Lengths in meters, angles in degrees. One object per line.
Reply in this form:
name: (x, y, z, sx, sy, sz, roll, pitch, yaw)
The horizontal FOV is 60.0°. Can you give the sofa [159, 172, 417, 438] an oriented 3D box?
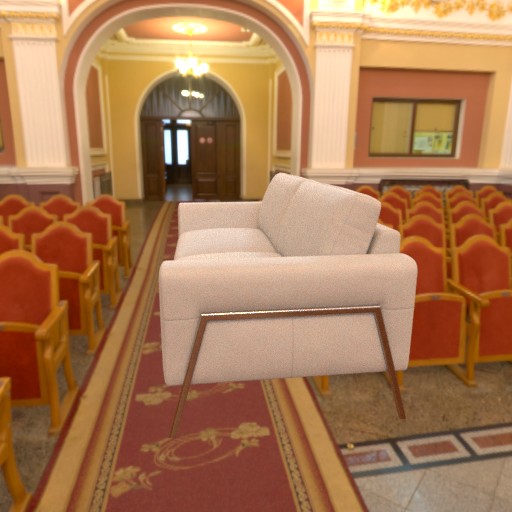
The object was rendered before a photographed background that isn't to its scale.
sofa: (0.000, 0.000, 2.563, 0.953, 0.875, 2.017, -2, 14, -7)
